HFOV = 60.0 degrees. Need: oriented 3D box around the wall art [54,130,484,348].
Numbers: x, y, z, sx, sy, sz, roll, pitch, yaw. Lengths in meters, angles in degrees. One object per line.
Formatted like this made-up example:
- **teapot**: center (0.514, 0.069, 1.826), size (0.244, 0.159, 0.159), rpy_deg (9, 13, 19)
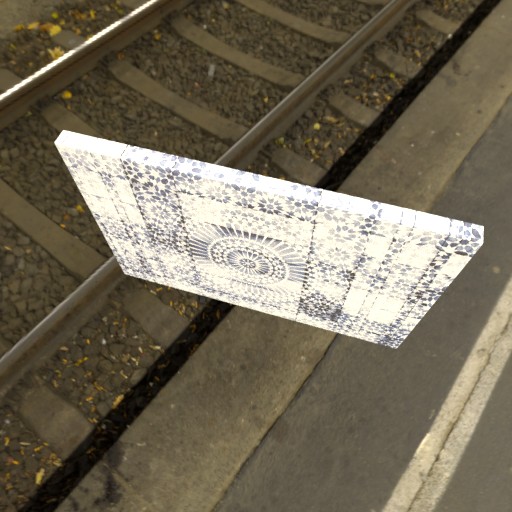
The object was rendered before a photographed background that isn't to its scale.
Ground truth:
- **wall art**: center (0.000, 0.000, 0.784), size (0.608, 0.406, 0.030), rpy_deg (14, 60, 8)
